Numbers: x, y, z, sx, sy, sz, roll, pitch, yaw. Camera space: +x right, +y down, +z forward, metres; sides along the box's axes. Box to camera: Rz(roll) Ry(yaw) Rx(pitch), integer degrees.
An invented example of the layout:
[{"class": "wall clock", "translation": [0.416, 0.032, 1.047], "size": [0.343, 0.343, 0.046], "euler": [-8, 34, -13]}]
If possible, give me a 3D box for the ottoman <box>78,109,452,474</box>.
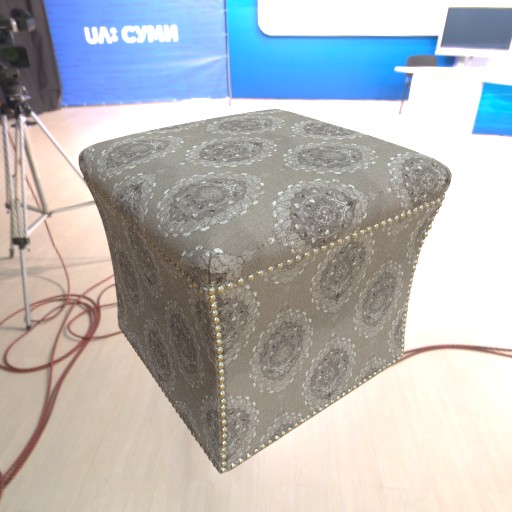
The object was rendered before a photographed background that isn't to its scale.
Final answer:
[{"class": "ottoman", "translation": [0.000, 0.000, 0.894], "size": [0.507, 0.473, 0.497], "euler": [-21, 37, -30]}]
